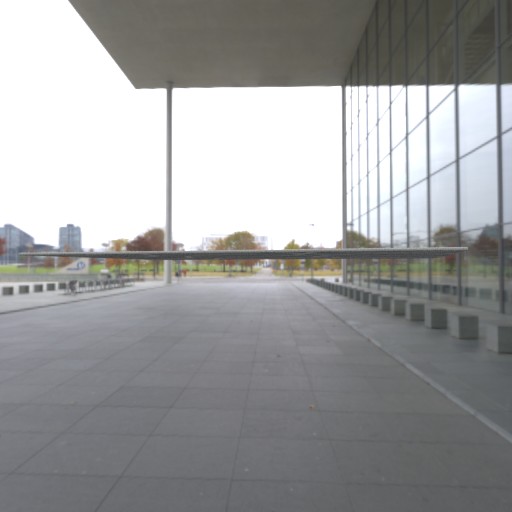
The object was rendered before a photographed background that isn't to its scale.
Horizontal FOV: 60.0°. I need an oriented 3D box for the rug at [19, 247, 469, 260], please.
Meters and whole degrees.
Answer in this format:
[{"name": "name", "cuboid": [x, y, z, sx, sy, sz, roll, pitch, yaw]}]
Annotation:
[{"name": "rug", "cuboid": [0.000, 0.000, 2.846, 2.290, 0.014, 1.526, 0, -2, 17]}]
